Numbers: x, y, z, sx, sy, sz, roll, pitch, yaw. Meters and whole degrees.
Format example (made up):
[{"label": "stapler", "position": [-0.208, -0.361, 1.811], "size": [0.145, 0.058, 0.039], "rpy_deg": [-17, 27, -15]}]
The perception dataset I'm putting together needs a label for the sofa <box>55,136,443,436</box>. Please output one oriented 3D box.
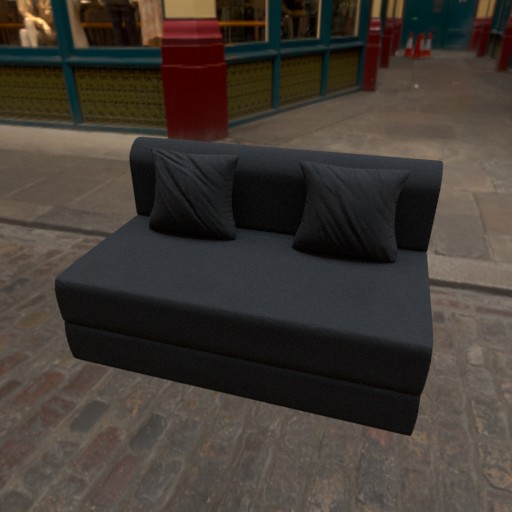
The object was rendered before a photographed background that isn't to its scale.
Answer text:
[{"label": "sofa", "position": [0.000, 0.000, 1.656], "size": [1.225, 0.670, 0.762], "rpy_deg": [8, 30, 15]}]
